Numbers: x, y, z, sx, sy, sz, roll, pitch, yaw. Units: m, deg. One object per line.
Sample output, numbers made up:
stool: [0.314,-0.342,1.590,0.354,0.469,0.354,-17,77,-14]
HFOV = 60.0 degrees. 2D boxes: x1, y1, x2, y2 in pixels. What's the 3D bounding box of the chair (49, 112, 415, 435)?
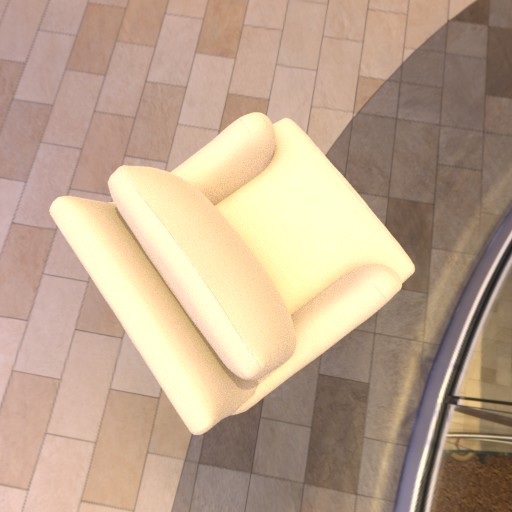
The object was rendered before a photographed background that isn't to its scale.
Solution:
chair: [0.000,0.000,1.878,1.070,1.038,0.955,-35,78,-9]
